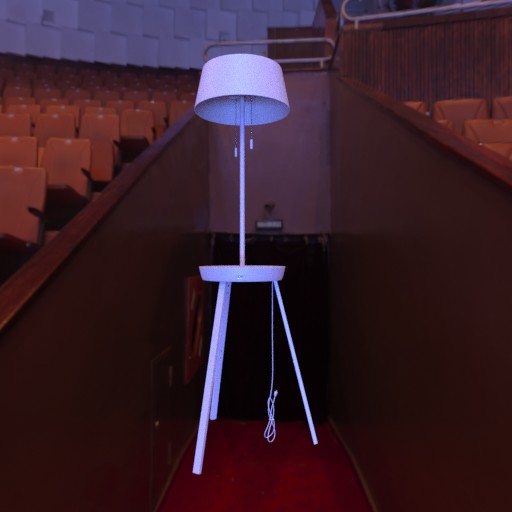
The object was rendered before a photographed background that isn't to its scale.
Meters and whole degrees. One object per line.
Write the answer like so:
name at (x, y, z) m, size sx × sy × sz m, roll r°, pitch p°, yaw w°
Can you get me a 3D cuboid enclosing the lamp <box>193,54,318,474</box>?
lamp at (0.000, 0.000, 1.695) m, size 0.468 × 1.429 × 0.508 m, roll 0°, pitch 0°, yaw 0°
